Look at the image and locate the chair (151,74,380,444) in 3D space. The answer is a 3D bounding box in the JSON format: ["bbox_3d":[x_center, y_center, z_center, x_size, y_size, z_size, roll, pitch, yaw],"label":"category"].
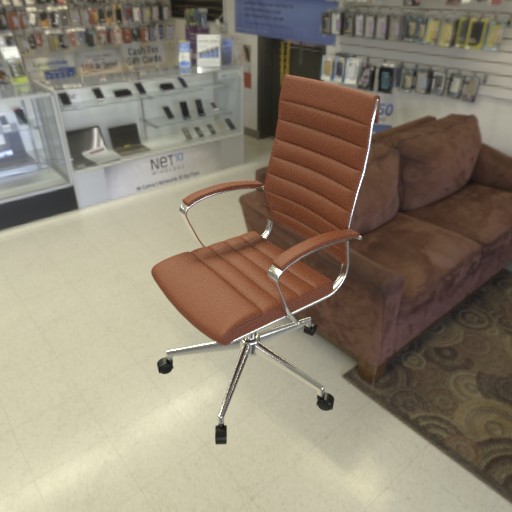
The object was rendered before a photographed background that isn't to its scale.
[{"bbox_3d":[0.000,0.000,1.656,0.739,1.149,0.766,-22,39,-31],"label":"chair"}]
